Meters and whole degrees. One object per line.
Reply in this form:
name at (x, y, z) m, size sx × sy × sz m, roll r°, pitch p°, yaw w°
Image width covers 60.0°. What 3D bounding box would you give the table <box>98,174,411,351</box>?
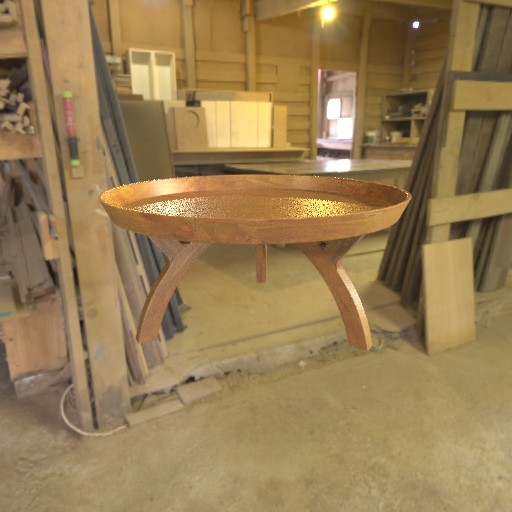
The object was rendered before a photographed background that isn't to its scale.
table at (0.000, 0.000, 1.575) m, size 1.016 × 0.470 × 1.016 m, roll 0°, pitch 16°, yaw 0°
